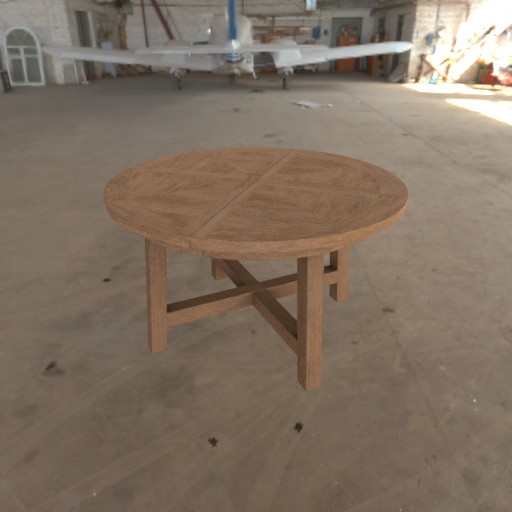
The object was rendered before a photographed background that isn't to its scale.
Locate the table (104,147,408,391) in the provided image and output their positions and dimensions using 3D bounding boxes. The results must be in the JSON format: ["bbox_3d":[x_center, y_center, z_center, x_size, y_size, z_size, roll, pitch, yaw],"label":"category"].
[{"bbox_3d":[0.000,0.000,2.177,1.319,0.762,1.319,0,27,0],"label":"table"}]
